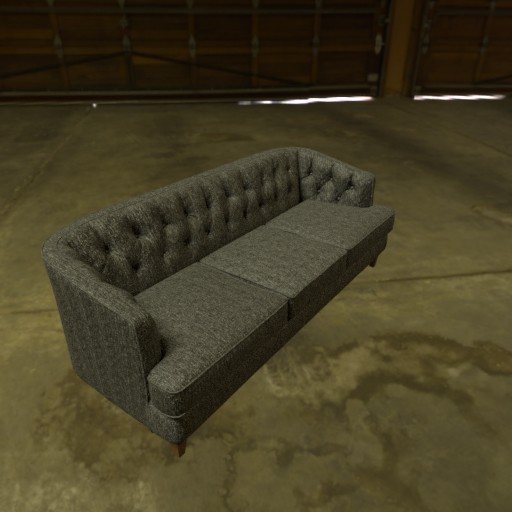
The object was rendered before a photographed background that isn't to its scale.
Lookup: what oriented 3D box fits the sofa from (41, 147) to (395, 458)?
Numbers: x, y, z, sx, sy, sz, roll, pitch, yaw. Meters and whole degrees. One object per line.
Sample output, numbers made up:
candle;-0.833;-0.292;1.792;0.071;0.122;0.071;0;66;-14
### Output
sofa;0.000;0.000;2.691;0.941;0.855;2.278;19;33;31
